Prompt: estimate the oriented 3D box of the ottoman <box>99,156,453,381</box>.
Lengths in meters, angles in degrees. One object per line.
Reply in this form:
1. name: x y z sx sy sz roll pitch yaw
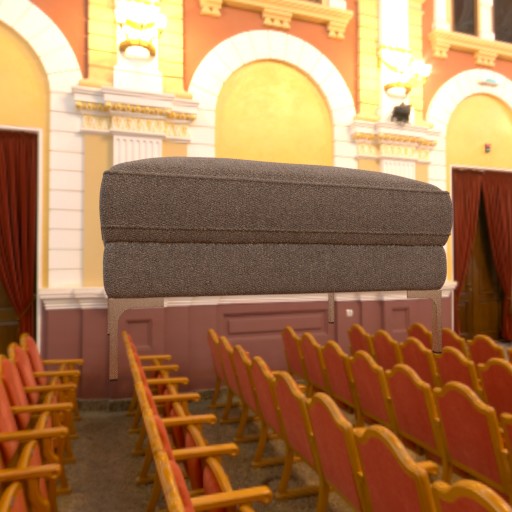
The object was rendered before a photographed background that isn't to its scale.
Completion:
1. ottoman: 0.000 0.000 1.185 0.785 0.464 0.583 0 0 -19
